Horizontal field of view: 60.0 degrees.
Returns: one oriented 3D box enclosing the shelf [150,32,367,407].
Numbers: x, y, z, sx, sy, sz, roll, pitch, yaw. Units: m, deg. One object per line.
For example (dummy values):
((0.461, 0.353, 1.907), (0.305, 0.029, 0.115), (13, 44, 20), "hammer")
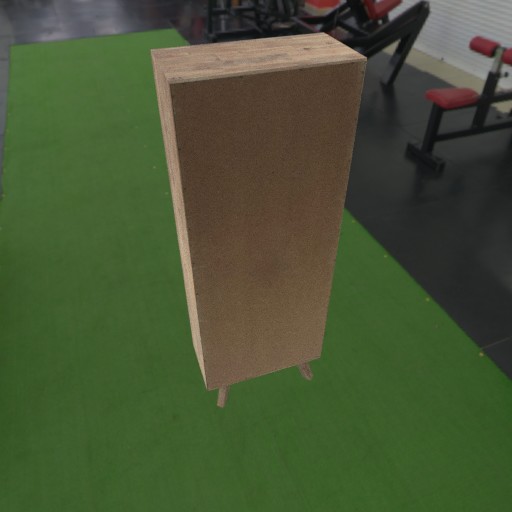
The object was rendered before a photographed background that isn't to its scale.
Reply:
((0.000, 0.000, 1.550), (0.491, 1.342, 0.267), (-13, 42, -14), "shelf")
